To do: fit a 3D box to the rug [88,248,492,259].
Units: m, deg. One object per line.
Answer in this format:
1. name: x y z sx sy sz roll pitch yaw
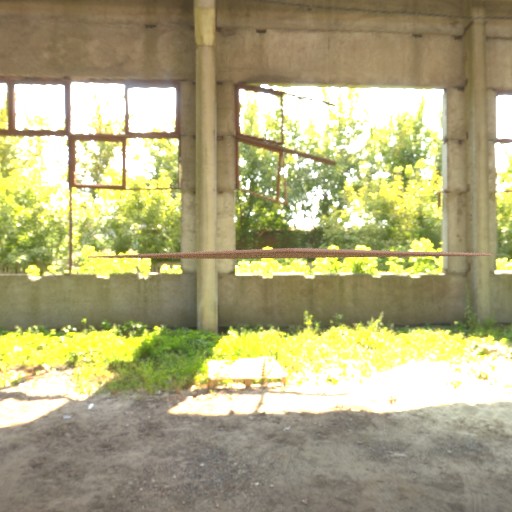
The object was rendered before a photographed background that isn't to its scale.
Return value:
1. rug: 0.000 0.000 3.035 1.523 0.014 2.438 1 -1 -37
